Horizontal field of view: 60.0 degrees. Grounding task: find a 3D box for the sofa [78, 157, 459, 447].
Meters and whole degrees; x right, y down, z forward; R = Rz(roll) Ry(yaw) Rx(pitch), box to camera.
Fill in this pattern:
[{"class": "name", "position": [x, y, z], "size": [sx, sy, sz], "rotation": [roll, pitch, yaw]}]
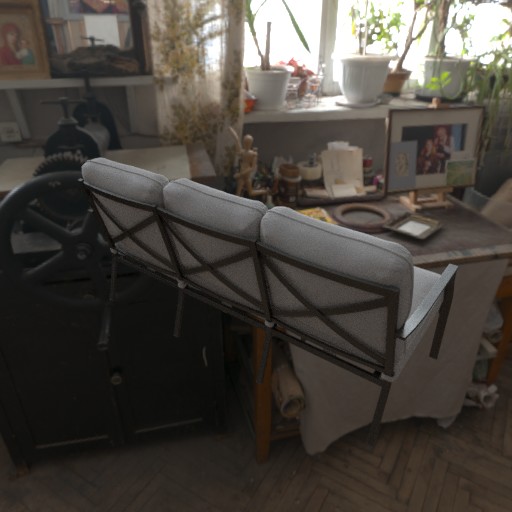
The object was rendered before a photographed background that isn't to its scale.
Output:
[{"class": "sofa", "position": [0.000, 0.000, 2.205], "size": [1.740, 0.860, 0.787], "rotation": [20, 35, 32]}]
